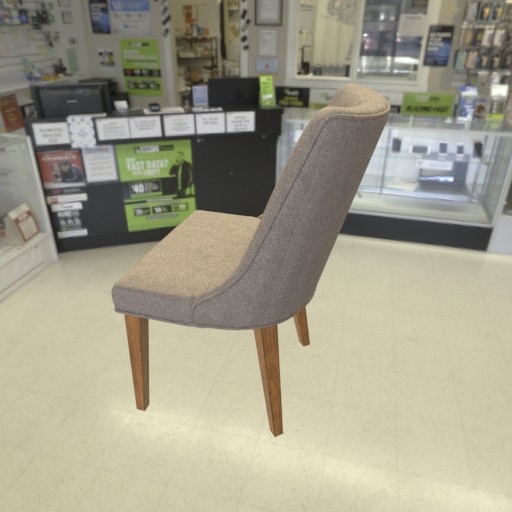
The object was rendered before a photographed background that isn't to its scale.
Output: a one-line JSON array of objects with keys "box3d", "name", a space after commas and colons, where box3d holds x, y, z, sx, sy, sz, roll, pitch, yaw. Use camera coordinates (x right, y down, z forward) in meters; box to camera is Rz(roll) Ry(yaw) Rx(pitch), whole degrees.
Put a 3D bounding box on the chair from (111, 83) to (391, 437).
[{"box3d": [0.000, 0.000, 1.289, 0.636, 0.916, 0.548, 8, 29, 15], "name": "chair"}]
